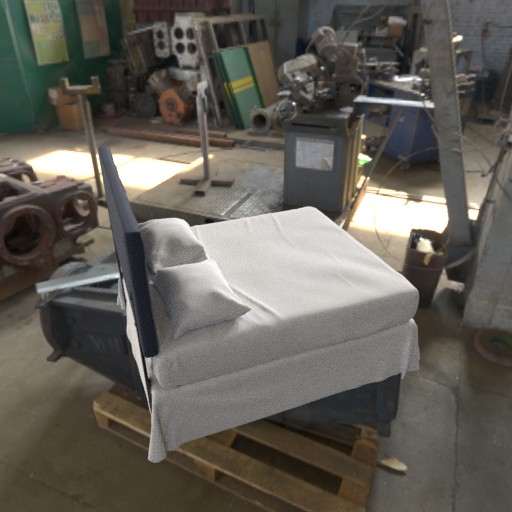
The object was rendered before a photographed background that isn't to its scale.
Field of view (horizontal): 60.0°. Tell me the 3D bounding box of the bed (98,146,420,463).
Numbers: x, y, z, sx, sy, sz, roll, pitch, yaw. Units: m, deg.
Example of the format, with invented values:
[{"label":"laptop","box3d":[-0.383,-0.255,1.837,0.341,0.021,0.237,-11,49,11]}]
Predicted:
[{"label":"bed","box3d":[0.000,0.000,3.560,2.222,1.577,1.936,-11,32,-19]}]
